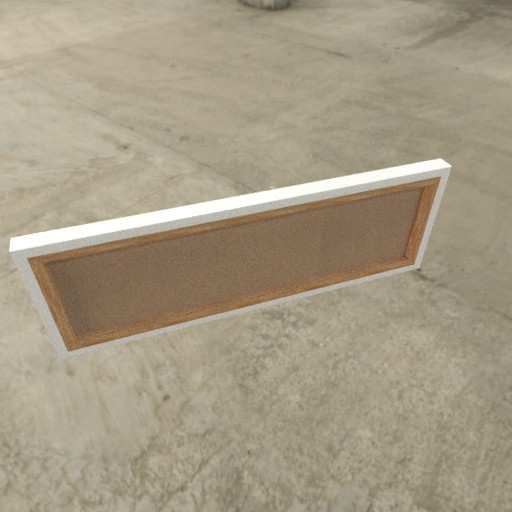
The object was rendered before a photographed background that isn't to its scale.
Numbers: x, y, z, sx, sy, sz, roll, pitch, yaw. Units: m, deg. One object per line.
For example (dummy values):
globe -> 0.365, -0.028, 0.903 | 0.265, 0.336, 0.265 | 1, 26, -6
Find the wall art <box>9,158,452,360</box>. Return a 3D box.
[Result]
wall art -> 0.000, 0.000, 0.831 | 0.766, 0.256, 0.036 | -13, 42, -15
